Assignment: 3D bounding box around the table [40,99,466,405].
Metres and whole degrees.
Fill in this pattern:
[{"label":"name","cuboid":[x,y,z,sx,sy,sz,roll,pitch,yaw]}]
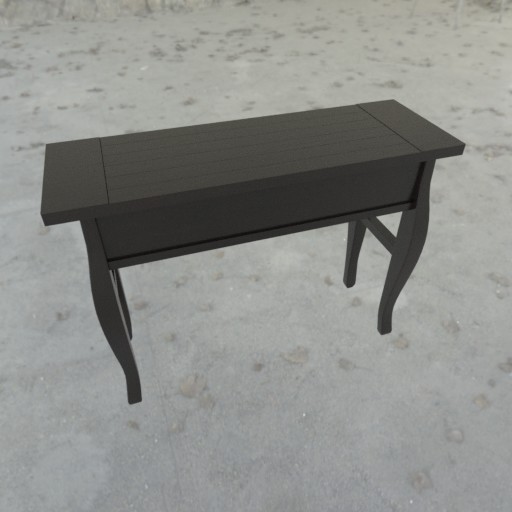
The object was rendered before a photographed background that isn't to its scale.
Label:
[{"label":"table","cuboid":[0.000,0.000,1.423,1.062,0.768,0.373,-12,41,-14]}]
